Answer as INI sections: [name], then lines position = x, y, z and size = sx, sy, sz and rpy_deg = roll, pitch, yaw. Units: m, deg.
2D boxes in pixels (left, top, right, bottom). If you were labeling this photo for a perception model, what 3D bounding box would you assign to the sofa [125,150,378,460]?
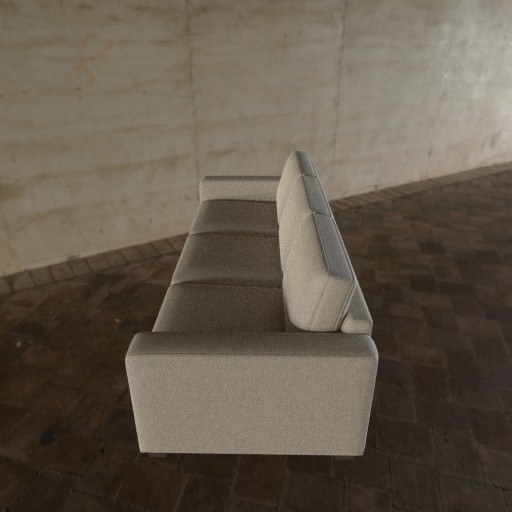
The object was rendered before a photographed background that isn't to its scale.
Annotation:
[sofa]
position = 0.000, 0.000, 2.550
size = 0.900, 0.800, 2.160
rpy_deg = 0, 27, 1
